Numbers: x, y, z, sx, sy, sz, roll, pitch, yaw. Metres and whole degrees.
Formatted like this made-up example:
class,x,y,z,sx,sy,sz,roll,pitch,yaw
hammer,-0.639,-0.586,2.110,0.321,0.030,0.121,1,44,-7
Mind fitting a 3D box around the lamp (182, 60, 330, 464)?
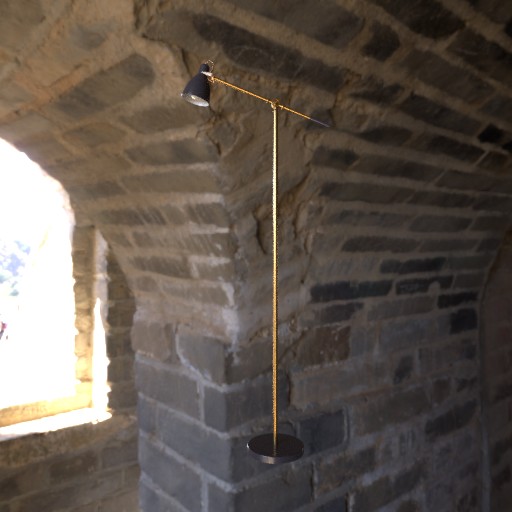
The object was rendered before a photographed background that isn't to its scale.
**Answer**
class,x,y,z,sx,sy,sz,roll,pitch,yaw
lamp,0.000,0.000,1.850,0.618,1.628,0.235,0,0,-1
